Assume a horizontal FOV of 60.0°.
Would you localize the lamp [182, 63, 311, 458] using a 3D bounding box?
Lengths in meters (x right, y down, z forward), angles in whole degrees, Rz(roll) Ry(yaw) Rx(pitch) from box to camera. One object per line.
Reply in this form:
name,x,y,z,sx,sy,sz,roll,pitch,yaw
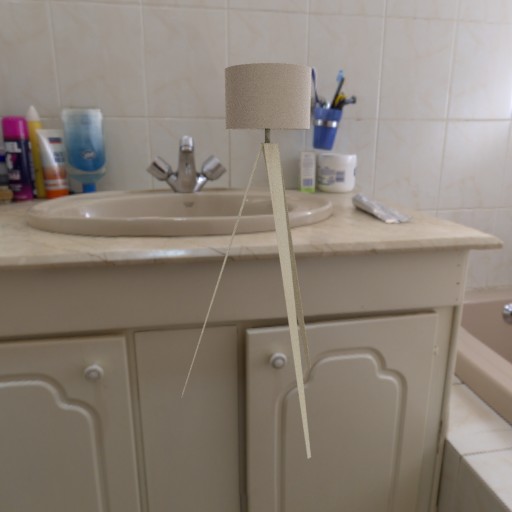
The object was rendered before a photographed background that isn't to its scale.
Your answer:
lamp,0.000,0.000,1.929,0.716,1.524,0.724,-2,15,-7
